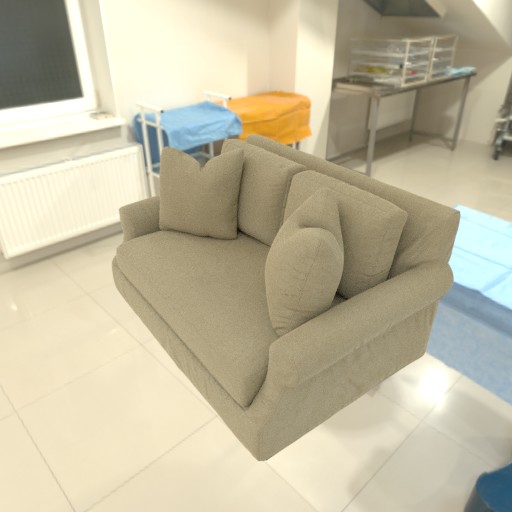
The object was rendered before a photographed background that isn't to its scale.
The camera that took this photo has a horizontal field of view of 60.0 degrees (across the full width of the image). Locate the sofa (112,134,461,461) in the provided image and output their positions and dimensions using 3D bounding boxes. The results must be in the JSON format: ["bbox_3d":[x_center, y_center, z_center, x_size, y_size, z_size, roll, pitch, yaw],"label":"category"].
[{"bbox_3d":[0.000,0.000,2.215,1.070,0.905,1.550,-21,37,-31],"label":"sofa"}]
